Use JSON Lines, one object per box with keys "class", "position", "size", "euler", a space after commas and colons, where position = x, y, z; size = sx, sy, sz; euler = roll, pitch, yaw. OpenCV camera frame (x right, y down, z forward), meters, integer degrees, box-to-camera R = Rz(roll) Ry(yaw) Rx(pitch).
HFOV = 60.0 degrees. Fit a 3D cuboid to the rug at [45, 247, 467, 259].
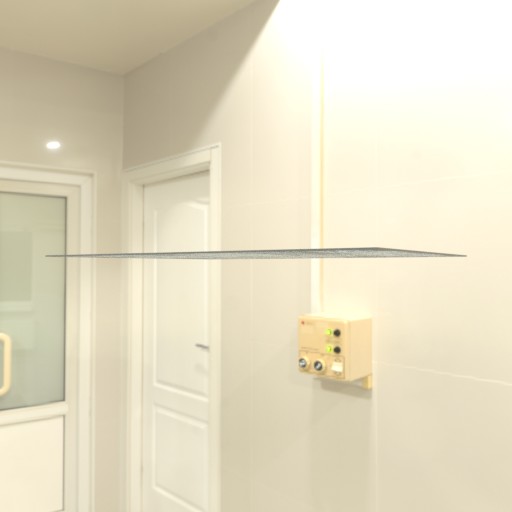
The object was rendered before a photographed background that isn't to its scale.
{"class": "rug", "position": [0.000, 0.000, 4.277], "size": [3.307, 0.013, 2.393], "euler": [-1, -1, 36]}
